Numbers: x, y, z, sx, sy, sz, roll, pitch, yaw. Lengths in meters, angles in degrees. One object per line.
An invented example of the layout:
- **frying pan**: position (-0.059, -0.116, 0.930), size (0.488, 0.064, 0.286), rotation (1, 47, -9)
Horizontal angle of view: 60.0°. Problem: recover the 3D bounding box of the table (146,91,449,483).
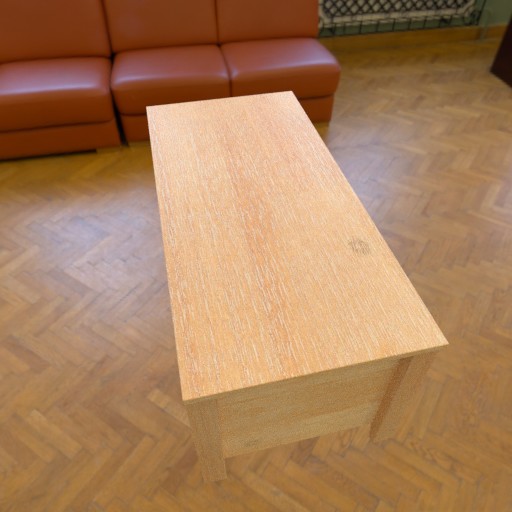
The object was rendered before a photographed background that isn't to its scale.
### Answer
- **table**: position (0.000, 0.000, 1.272), size (0.483, 0.457, 1.016), rotation (-9, 47, -9)
